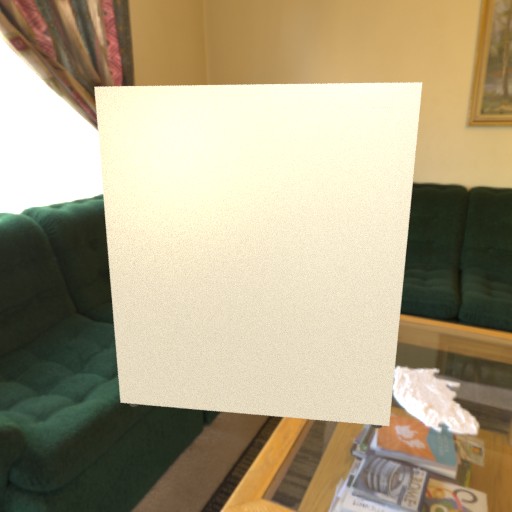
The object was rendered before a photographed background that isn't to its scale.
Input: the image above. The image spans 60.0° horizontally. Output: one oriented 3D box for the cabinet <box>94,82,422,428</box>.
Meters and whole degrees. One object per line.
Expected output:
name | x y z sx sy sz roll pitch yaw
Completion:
cabinet | 0.000 0.000 1.630 0.990 1.150 0.348 2 16 8
